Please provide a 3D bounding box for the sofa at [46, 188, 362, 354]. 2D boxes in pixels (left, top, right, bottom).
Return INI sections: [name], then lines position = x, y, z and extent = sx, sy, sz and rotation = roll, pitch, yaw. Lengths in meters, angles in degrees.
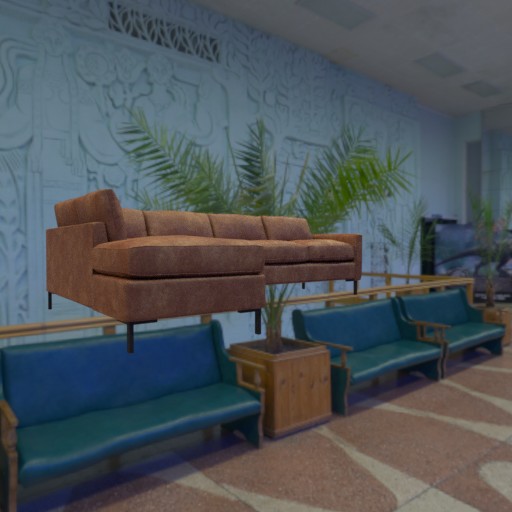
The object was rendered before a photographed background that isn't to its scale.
[sofa]
position = 0.000, 0.000, 3.770
extent = 2.984, 0.877, 1.938
rotation = -1, 2, -37
